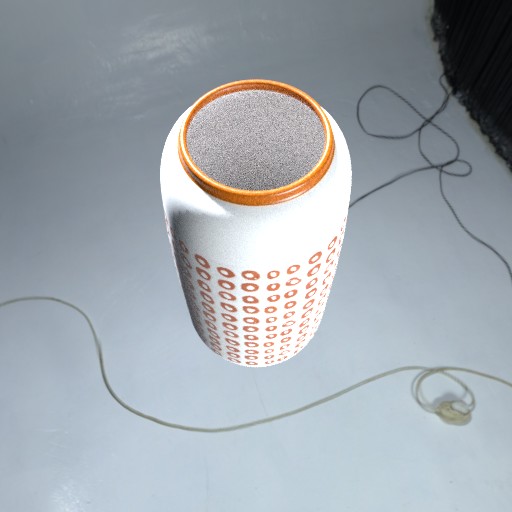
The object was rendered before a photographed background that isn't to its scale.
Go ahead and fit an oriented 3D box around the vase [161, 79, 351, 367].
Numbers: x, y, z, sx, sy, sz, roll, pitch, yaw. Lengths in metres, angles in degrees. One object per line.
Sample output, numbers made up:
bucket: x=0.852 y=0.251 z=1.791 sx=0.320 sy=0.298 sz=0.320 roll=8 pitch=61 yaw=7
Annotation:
vase: x=0.000 y=0.000 z=0.359 sx=0.133 sy=0.282 sz=0.133 roll=0 pitch=62 yaw=0
